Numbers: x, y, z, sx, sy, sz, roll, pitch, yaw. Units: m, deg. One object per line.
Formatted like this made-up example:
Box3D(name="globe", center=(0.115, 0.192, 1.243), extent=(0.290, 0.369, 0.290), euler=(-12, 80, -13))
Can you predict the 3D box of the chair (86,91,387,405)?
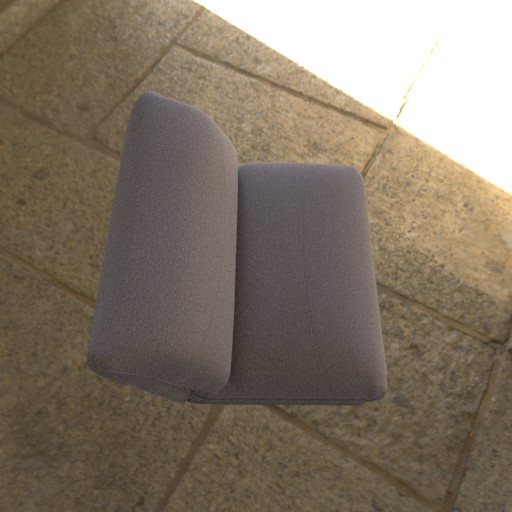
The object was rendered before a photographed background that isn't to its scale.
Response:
Box3D(name="chair", center=(0.000, 0.000, 1.345), extent=(0.780, 0.580, 0.820), euler=(0, 64, 0))
